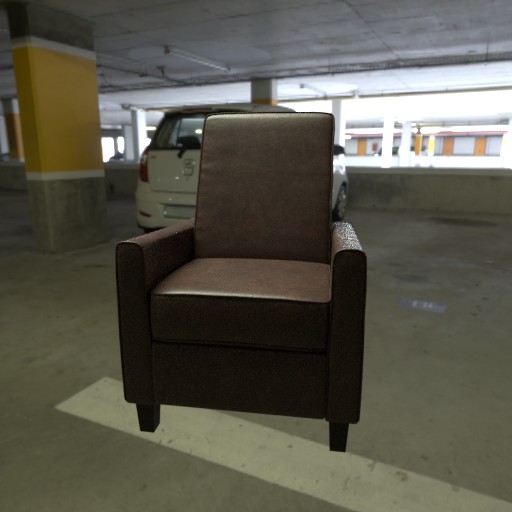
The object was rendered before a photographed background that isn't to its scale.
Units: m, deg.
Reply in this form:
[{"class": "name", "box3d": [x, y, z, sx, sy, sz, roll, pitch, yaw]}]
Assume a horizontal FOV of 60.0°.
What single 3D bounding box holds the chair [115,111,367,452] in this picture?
[{"class": "chair", "box3d": [0.000, 0.000, 1.549, 0.705, 1.013, 0.746, 2, 13, 9]}]
